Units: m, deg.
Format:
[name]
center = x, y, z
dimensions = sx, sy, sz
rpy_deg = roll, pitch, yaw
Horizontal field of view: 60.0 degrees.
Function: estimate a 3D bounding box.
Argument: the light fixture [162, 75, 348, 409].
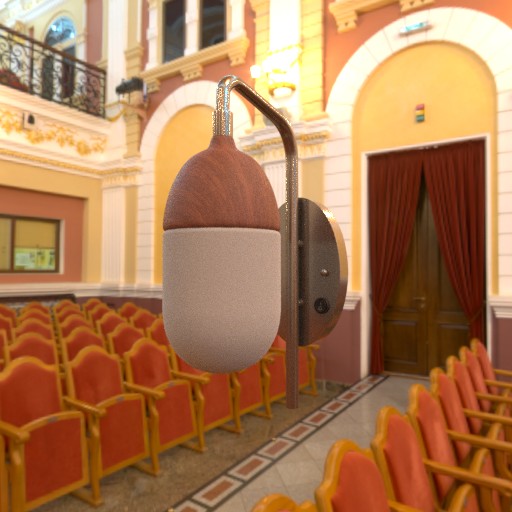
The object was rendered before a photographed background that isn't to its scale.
[light fixture]
center = 0.000, 0.000, 0.450
dimensions = 0.108, 0.343, 0.216
rpy_deg = -1, -1, 35
